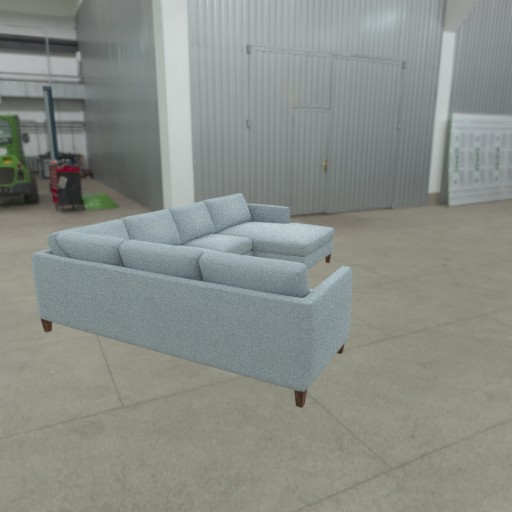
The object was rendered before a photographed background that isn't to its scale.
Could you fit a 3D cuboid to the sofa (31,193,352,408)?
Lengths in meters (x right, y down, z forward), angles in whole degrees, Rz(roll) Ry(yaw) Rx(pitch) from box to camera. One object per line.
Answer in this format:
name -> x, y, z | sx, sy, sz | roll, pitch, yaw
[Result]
sofa -> 0.000, 0.000, 4.644 | 2.551, 0.889, 3.403 | 8, 17, 27
